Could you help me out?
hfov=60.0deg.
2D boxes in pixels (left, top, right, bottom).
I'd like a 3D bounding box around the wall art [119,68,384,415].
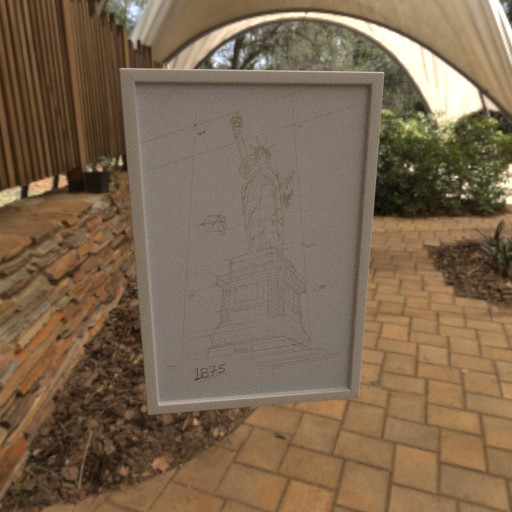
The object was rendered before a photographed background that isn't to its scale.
[{"bbox_3d":[0.000,0.000,1.050,0.556,0.813,0.026,-2,17,-7],"label":"wall art"}]
